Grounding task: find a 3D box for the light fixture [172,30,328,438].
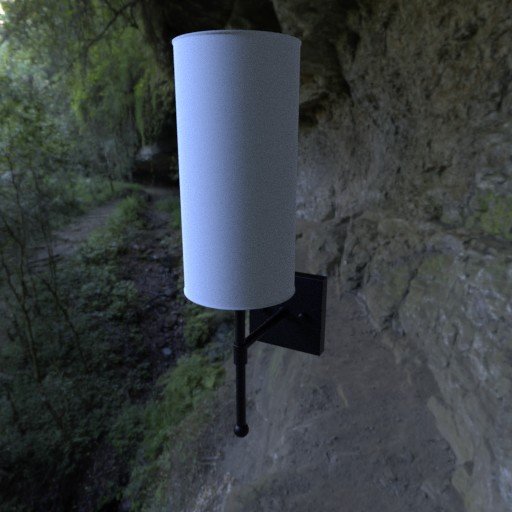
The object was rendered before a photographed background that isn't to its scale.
[{"bbox_3d":[0.000,0.000,0.540,0.128,0.462,0.208,8,18,27],"label":"light fixture"}]
